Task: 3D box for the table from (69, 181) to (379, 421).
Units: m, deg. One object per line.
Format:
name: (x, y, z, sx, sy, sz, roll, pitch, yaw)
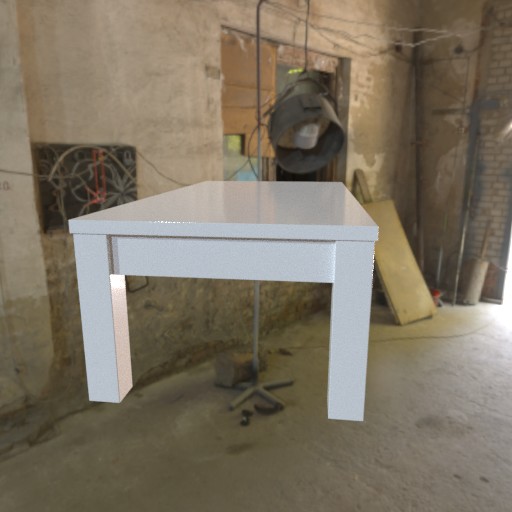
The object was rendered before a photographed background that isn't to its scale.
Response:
table: (0.000, 0.000, 1.687, 0.700, 0.470, 1.350, 2, 14, 7)
